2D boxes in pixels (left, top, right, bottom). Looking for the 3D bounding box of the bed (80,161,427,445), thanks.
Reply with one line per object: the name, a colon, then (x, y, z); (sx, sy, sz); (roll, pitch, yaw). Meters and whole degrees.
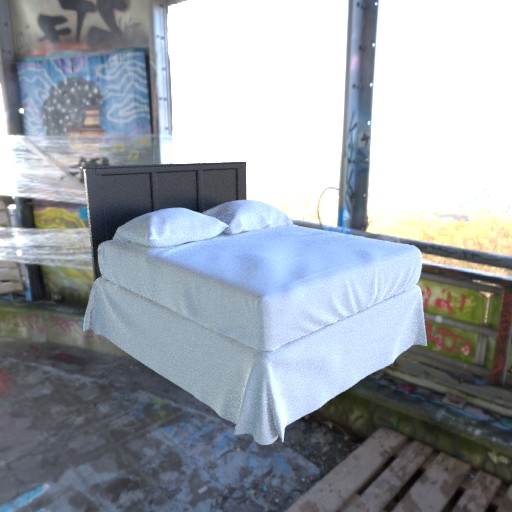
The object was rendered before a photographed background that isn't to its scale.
bed: (0.000, 0.000, 3.254); (1.870, 1.270, 2.050); (-13, 19, -42)
